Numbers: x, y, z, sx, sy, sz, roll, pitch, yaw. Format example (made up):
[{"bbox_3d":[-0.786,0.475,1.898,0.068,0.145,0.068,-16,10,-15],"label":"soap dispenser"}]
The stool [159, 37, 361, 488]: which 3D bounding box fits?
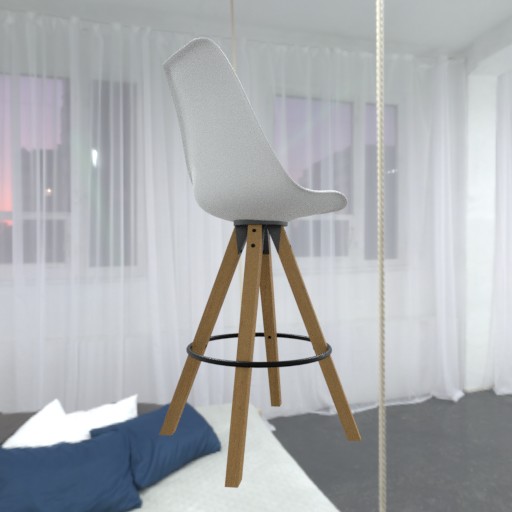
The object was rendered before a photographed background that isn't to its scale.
[{"bbox_3d":[0.000,0.000,1.359,0.549,1.115,0.482,0,0,-36],"label":"stool"}]
